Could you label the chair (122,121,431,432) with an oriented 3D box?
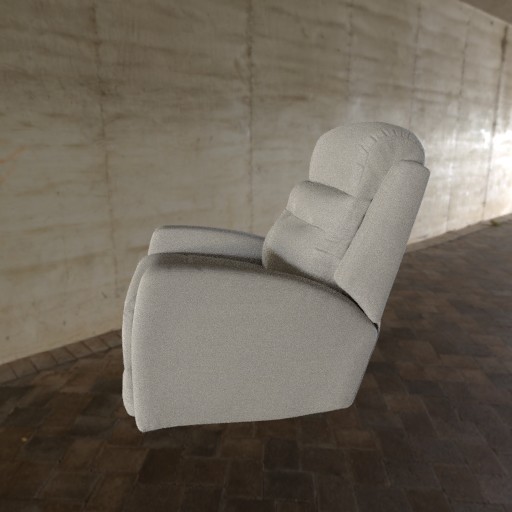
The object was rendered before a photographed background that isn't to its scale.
[{"bbox_3d":[0.000,0.000,1.753,1.043,1.013,0.798,-3,15,-9],"label":"chair"}]
